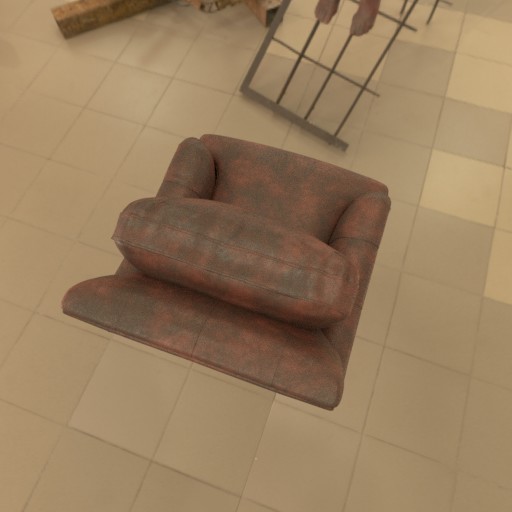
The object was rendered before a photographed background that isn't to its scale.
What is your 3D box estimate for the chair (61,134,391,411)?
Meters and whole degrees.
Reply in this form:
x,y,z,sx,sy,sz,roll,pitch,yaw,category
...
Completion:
x,y,z,sx,sy,sz,roll,pitch,yaw,category
0.000,0.000,1.935,0.987,1.051,1.156,18,67,8,chair
